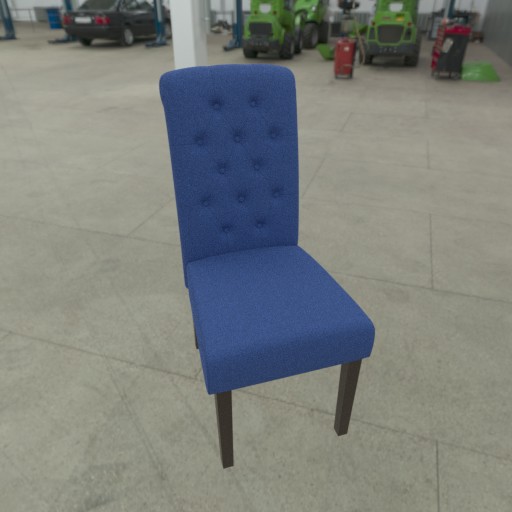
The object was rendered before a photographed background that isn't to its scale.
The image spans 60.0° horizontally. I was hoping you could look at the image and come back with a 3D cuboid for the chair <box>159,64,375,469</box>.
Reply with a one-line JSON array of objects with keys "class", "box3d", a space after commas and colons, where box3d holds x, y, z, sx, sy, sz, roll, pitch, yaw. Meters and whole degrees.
[{"class": "chair", "box3d": [0.000, 0.000, 1.345, 0.456, 1.006, 0.671, -9, 32, -15]}]
